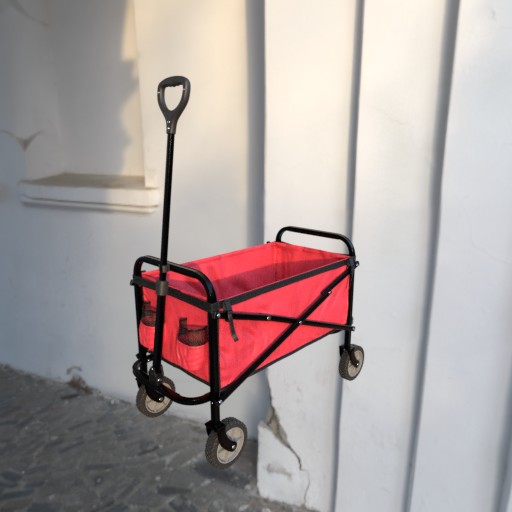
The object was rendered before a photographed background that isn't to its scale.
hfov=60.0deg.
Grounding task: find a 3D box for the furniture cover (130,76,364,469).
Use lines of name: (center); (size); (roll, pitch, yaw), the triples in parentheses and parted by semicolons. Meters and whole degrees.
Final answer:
furniture cover: (0.000, 0.000, 1.803); (0.532, 1.295, 1.038); (13, 19, 42)
